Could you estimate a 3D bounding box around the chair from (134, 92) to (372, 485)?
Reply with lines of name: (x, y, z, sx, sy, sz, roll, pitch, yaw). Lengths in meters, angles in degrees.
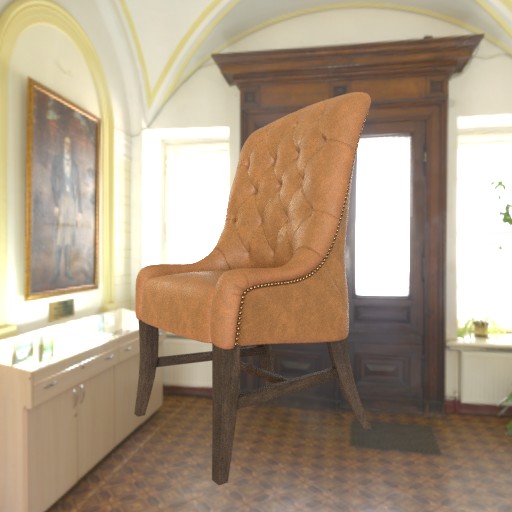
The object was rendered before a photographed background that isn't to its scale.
chair: (0.000, 0.000, 1.467, 0.629, 1.091, 0.634, 0, 0, -35)
